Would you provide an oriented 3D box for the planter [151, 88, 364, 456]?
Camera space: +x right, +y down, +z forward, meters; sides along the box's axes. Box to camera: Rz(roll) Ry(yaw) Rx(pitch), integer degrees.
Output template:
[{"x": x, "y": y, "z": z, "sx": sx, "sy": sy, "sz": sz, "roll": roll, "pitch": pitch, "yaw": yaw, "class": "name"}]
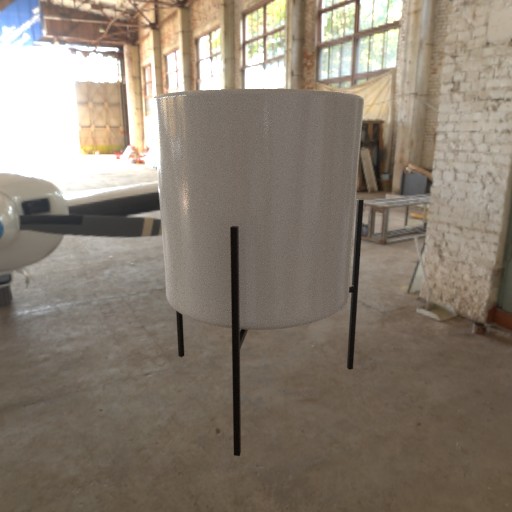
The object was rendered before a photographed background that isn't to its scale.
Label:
[{"x": 0.000, "y": 0.000, "z": 0.639, "sx": 0.307, "sy": 0.431, "sz": 0.308, "roll": 2, "pitch": 15, "yaw": 8, "class": "planter"}]
